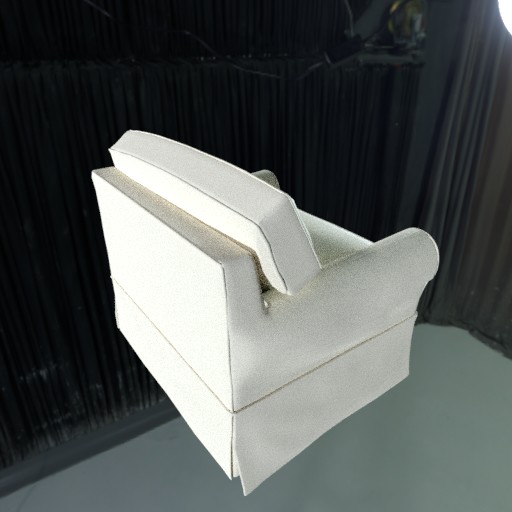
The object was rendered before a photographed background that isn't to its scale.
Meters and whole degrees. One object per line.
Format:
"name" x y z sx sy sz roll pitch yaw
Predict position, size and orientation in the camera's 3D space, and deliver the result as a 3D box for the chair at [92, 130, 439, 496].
"chair" 0.000 0.000 1.769 0.904 0.958 1.099 -19 33 -31
